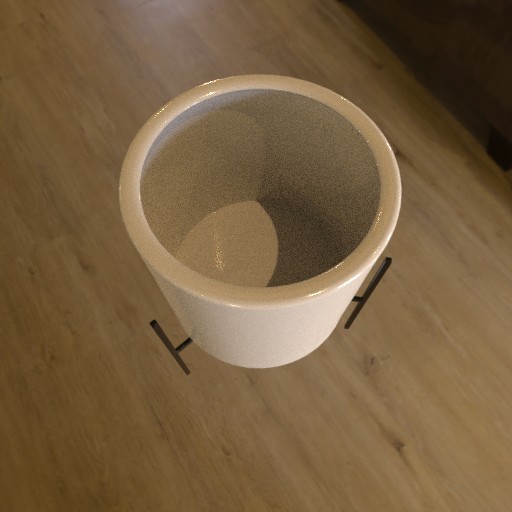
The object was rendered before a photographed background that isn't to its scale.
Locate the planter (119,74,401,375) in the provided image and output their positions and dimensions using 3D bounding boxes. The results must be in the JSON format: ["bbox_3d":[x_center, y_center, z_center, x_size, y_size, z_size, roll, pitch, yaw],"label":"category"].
[{"bbox_3d":[0.000,0.000,0.638,0.307,0.431,0.308,-14,65,-7],"label":"planter"}]
